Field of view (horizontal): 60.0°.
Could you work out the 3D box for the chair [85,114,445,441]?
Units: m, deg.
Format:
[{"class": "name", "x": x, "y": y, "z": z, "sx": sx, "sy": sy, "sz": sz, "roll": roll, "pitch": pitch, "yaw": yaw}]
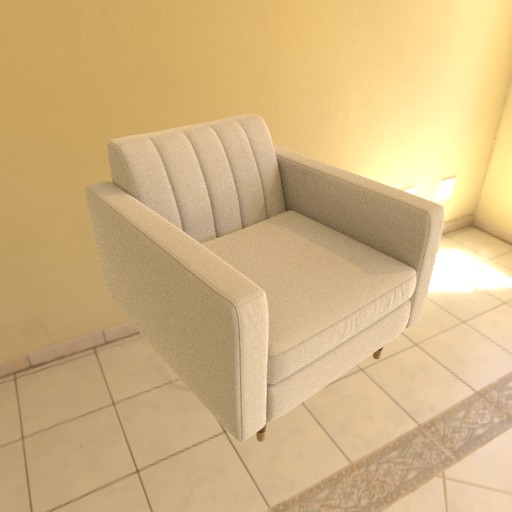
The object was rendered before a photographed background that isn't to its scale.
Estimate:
[{"class": "chair", "x": 0.000, "y": 0.000, "z": 1.707, "sx": 0.953, "sy": 0.819, "sz": 0.998, "roll": -22, "pitch": 38, "yaw": -32}]
